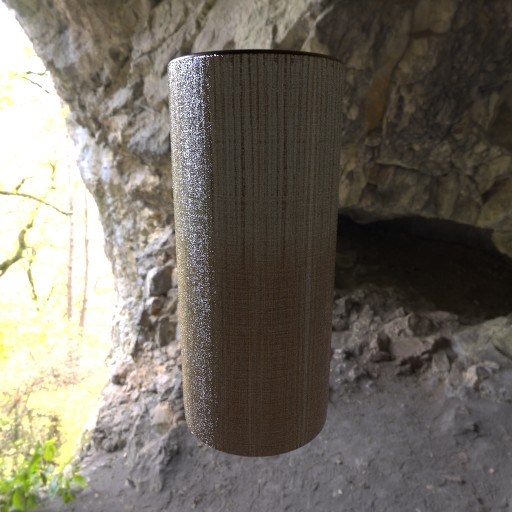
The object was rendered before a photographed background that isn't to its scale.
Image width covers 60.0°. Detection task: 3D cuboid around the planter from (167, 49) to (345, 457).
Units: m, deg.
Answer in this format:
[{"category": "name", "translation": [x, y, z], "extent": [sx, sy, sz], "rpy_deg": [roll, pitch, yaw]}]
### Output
[{"category": "planter", "translation": [0.000, 0.000, 0.283], "extent": [0.100, 0.227, 0.100], "rpy_deg": [2, 16, 8]}]
